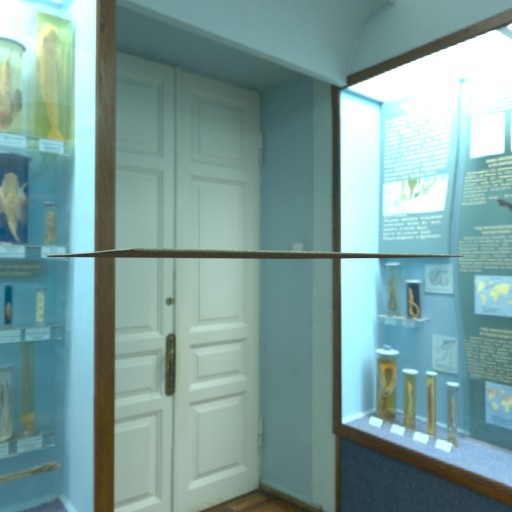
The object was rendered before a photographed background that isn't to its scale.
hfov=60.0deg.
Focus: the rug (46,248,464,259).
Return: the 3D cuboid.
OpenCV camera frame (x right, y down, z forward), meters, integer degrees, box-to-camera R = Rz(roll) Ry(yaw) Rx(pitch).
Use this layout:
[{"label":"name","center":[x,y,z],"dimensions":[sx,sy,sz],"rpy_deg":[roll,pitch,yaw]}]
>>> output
[{"label":"rug","center":[0.000,0.000,2.937],"dimensions":[2.270,0.017,1.606],"rpy_deg":[1,-1,-36]}]
